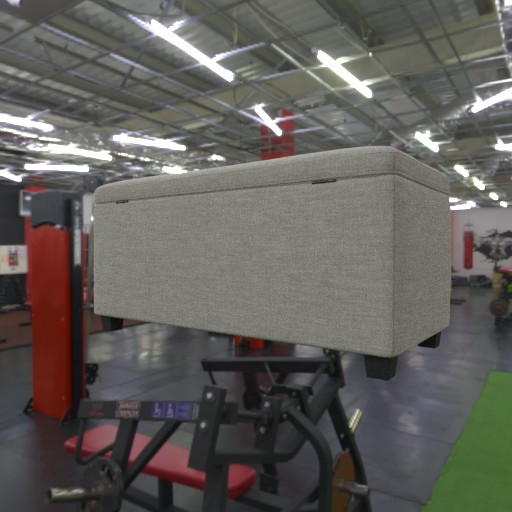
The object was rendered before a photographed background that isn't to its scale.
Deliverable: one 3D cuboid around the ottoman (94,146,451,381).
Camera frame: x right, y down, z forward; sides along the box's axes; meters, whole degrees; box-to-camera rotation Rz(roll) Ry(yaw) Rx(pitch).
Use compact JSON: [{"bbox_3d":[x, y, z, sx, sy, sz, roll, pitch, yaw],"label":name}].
[{"bbox_3d":[0.000,0.000,1.176,0.902,0.432,0.419,1,1,36],"label":"ottoman"}]
